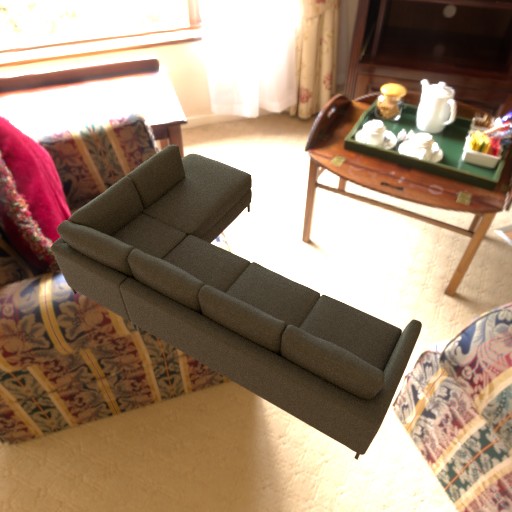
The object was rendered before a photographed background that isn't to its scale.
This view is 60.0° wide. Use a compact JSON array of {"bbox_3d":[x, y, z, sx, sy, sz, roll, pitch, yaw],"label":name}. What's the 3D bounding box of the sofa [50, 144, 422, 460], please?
[{"bbox_3d":[0.000,0.000,3.910,2.972,0.858,1.984,24,50,22],"label":"sofa"}]
